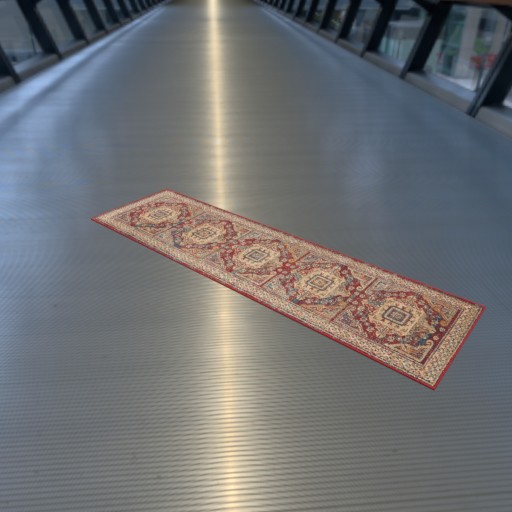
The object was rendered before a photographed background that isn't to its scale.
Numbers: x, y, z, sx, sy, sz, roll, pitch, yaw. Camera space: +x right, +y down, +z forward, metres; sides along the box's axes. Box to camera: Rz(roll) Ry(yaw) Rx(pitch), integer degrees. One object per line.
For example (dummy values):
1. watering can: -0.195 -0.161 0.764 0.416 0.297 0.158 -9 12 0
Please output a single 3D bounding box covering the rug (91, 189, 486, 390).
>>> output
1. rug: 0.000 0.000 2.514 2.292 0.015 0.659 23 38 33
